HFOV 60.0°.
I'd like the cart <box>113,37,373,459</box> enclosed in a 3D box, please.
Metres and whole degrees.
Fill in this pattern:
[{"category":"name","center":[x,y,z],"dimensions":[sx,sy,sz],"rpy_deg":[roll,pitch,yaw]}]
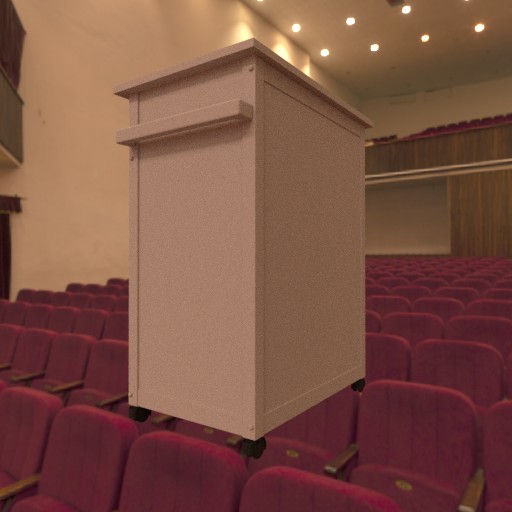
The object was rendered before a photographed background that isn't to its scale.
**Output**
[{"category":"cart","center":[0.000,0.000,1.269],"dimensions":[0.442,0.864,0.683],"rpy_deg":[0,0,35]}]
